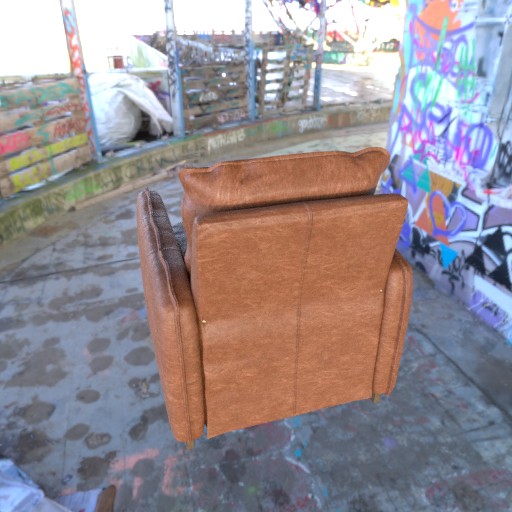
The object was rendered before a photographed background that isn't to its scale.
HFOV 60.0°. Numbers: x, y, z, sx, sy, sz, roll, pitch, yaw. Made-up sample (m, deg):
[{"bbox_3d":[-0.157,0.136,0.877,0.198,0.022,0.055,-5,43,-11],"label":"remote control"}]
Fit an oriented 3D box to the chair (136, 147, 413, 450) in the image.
[{"bbox_3d":[0.000,0.000,1.643,0.830,0.922,0.922,-8,29,-15],"label":"chair"}]
